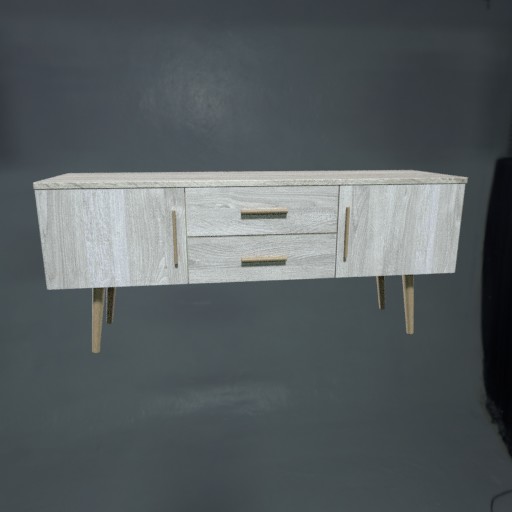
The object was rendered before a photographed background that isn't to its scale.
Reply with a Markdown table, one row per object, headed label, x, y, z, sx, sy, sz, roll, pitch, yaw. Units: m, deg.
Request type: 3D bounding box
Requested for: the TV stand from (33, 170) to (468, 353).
| label | x | y | z | sx | sy | sz | roll | pitch | yaw |
| --- | --- | --- | --- | --- | --- | --- | --- | --- | --- |
| TV stand | 0.000 | 0.000 | 1.574 | 1.313 | 0.565 | 0.401 | -2 | 15 | -8 |
